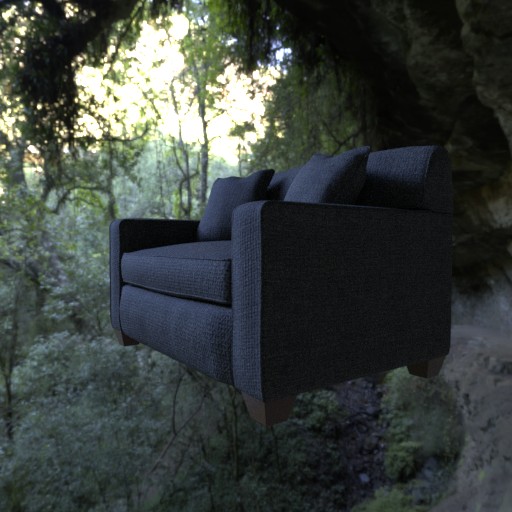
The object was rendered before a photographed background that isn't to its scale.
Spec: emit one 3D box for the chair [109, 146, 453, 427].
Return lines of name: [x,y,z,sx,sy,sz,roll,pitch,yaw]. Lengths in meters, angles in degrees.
chair: [0.000,0.000,2.048,1.000,0.948,1.383,-1,2,-35]
